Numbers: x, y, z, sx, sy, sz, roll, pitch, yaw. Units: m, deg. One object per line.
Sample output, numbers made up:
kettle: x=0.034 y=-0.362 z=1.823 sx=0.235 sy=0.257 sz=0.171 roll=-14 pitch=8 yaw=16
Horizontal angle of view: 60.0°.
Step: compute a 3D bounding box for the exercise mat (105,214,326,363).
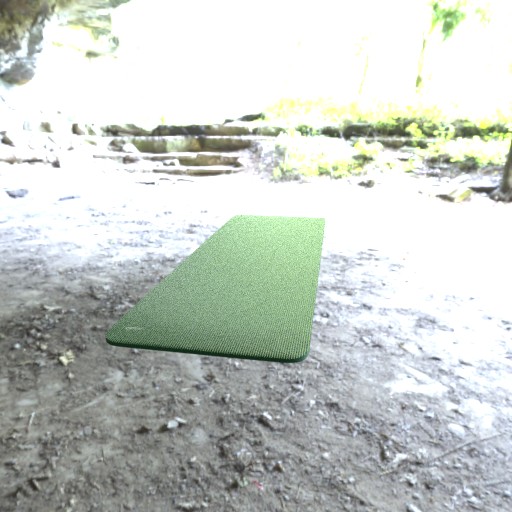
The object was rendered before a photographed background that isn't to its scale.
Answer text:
exercise mat: x=0.000 y=0.000 z=2.126 sx=0.616 sy=0.021 sz=1.869 roll=3 pitch=17 yaw=10
